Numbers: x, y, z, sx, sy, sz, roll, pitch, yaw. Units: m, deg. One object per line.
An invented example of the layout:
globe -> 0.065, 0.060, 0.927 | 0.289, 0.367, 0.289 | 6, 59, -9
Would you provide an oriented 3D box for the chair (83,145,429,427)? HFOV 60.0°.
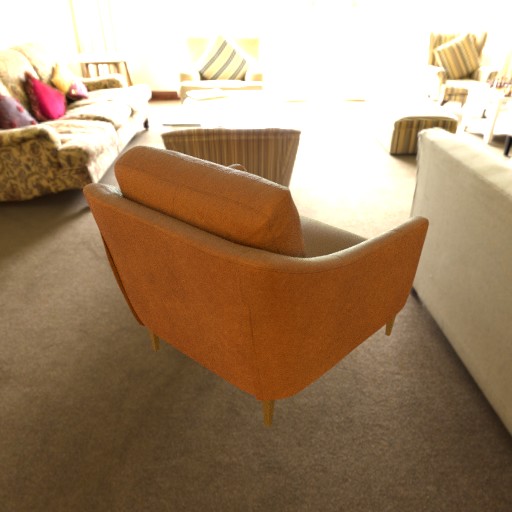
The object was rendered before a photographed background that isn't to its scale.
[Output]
chair -> 0.000, 0.000, 1.733 | 0.988, 0.895, 0.963 | 23, 38, 33
